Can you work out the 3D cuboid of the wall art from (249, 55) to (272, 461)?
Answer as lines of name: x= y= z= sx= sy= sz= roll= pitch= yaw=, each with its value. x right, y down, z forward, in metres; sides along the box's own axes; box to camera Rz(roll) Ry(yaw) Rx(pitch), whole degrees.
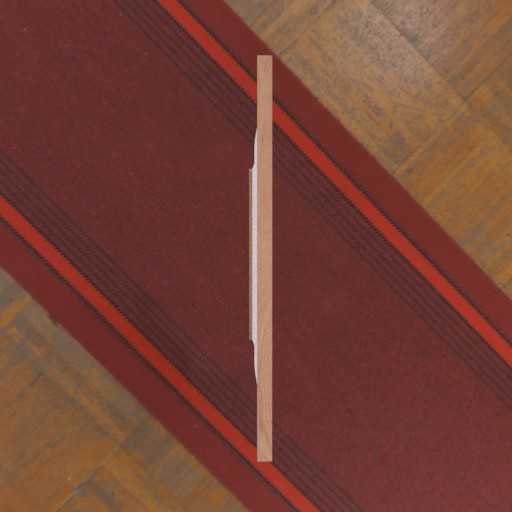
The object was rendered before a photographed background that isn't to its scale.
wall art: x=0.000 y=0.000 z=0.616 sx=0.012 sy=0.508 sz=0.332 roll=0 pitch=91 yaw=-2
